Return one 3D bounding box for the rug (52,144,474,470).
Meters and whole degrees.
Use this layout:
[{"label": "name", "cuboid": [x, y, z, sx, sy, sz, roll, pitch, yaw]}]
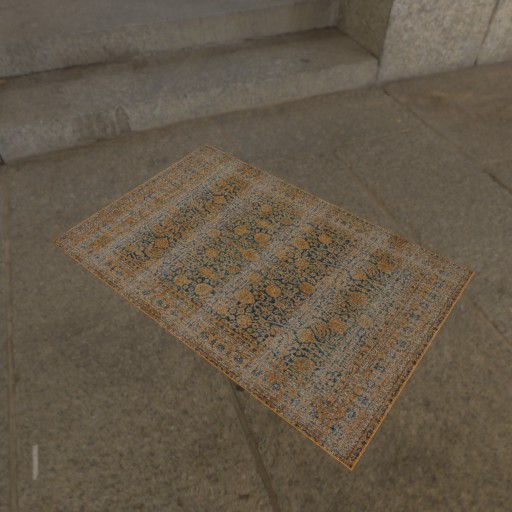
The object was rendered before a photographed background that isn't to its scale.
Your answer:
[{"label": "rug", "cuboid": [0.000, 0.000, 2.910, 2.336, 0.007, 1.525, 30, 54, 25]}]
